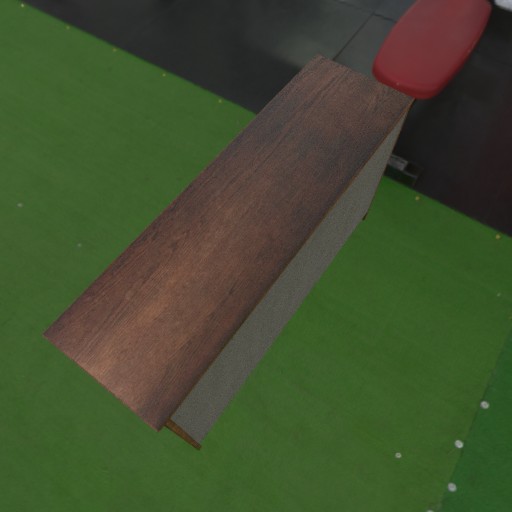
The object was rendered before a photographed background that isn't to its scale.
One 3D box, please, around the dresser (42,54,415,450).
[{"bbox_3d":[0.000,0.000,1.925,0.463,0.856,1.551,32,66,16],"label":"dresser"}]
